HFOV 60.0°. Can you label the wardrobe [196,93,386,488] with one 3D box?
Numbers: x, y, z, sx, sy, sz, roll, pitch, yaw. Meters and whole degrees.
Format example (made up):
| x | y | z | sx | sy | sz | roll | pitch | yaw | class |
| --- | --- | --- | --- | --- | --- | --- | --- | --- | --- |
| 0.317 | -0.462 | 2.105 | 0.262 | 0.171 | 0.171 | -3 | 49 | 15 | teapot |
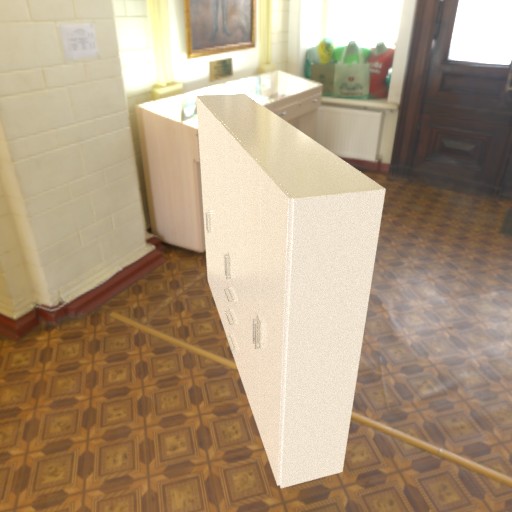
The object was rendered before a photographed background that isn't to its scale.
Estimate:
| x | y | z | sx | sy | sz | roll | pitch | yaw | class |
| --- | --- | --- | --- | --- | --- | --- | --- | --- | --- |
| 0.000 | 0.000 | 4.098 | 0.580 | 2.360 | 3.000 | -8 | 30 | -14 | wardrobe |
